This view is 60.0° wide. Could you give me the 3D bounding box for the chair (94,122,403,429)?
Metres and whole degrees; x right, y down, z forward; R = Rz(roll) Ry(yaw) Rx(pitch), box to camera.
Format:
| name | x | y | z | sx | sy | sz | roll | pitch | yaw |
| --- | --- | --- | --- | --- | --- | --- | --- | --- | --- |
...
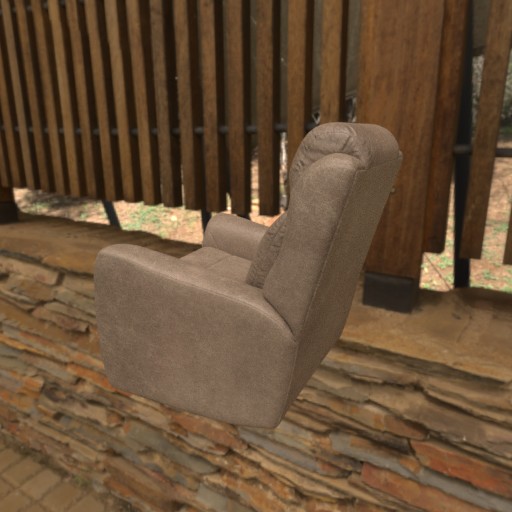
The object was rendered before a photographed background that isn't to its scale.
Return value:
| name | x | y | z | sx | sy | sz | roll | pitch | yaw |
| --- | --- | --- | --- | --- | --- | --- | --- | --- | --- |
| chair | 0.000 | 0.000 | 1.953 | 1.068 | 1.116 | 0.967 | 8 | 18 | 25 |
